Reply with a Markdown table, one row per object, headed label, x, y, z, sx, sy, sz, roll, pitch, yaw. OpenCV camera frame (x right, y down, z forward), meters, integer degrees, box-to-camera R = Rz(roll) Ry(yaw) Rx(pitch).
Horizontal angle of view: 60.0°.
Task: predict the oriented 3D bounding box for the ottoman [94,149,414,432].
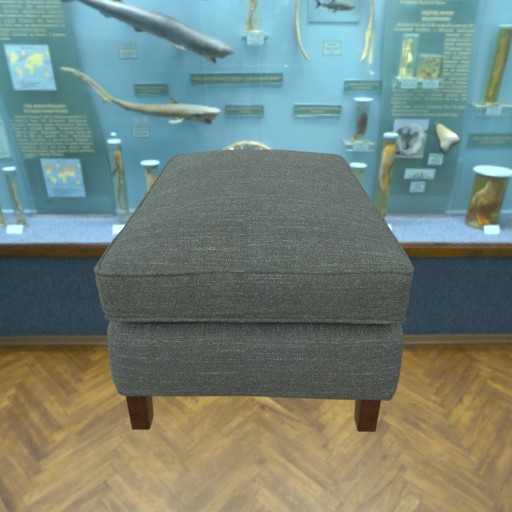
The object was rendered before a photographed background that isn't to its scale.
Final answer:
| label | x | y | z | sx | sy | sz | roll | pitch | yaw |
| --- | --- | --- | --- | --- | --- | --- | --- | --- | --- |
| ottoman | 0.000 | 0.000 | 0.990 | 0.508 | 0.406 | 0.686 | 0 | 27 | 1 |
